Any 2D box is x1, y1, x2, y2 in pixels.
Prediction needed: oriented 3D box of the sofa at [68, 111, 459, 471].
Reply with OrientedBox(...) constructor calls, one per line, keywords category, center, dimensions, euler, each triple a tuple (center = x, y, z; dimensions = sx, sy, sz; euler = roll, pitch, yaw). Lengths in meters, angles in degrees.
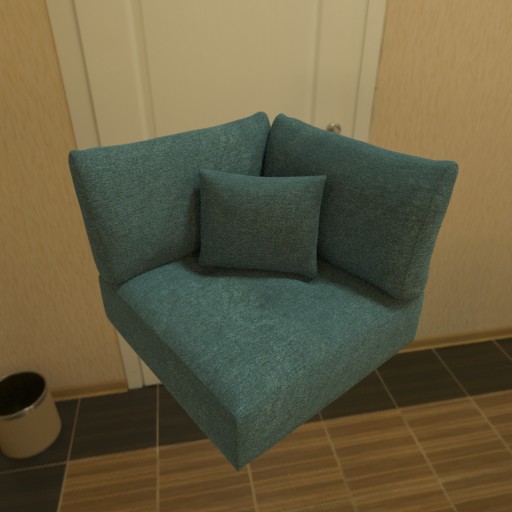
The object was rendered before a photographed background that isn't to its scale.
OrientedBox(category="sofa", center=(0.000, 0.000, 1.740), dimensions=(1.000, 0.820, 1.000), euler=(-23, 38, -33))
